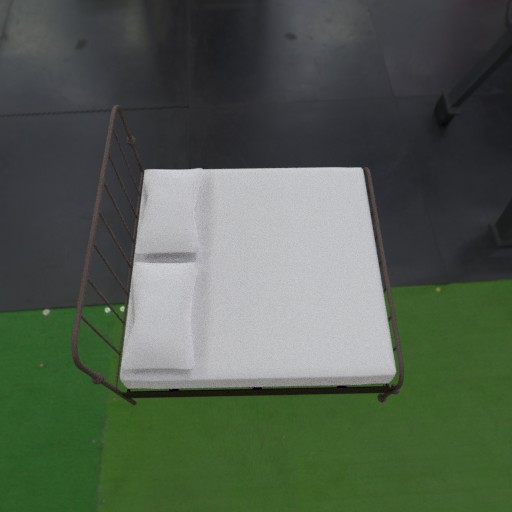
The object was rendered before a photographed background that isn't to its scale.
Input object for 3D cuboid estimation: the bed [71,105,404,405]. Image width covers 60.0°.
[{"bbox_3d":[0.000,0.000,3.503,2.134,1.446,2.044,-1,63,-1],"label":"bed"}]
